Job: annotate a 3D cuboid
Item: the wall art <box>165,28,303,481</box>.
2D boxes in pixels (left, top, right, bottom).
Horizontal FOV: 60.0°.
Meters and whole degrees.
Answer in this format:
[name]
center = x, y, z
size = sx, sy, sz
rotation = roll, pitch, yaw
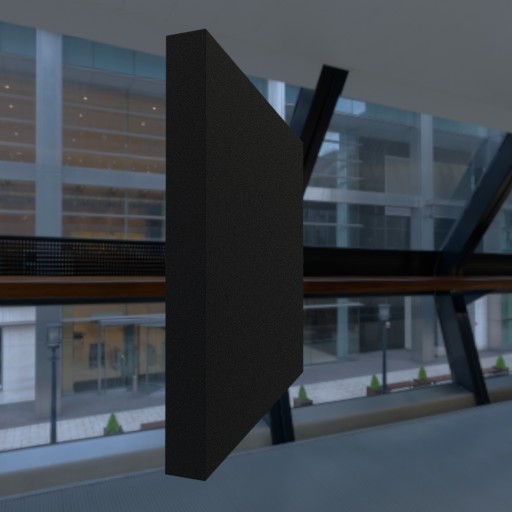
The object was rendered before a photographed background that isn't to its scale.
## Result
[wall art]
center = 0.000, 0.000, 0.449
size = 0.030, 0.305, 0.308
rotation = 0, -1, 18
